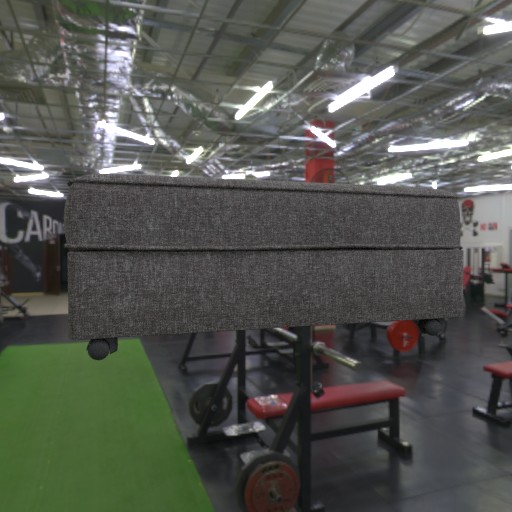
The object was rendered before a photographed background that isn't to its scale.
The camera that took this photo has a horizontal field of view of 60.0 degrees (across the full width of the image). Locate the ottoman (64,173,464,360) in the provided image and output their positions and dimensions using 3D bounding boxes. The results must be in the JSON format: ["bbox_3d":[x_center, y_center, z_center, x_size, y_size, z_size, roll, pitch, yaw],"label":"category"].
[{"bbox_3d":[0.000,0.000,1.549,1.184,0.487,0.717,0,2,-17],"label":"ottoman"}]
